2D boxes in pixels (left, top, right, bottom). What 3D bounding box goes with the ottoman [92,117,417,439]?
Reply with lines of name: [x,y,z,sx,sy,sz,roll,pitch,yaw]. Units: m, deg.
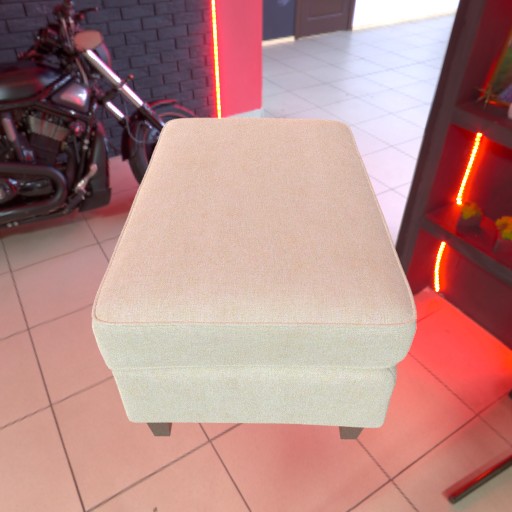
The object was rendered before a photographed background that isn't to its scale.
ottoman: [0.000,0.000,1.198,0.583,0.484,0.862,0,40,0]
